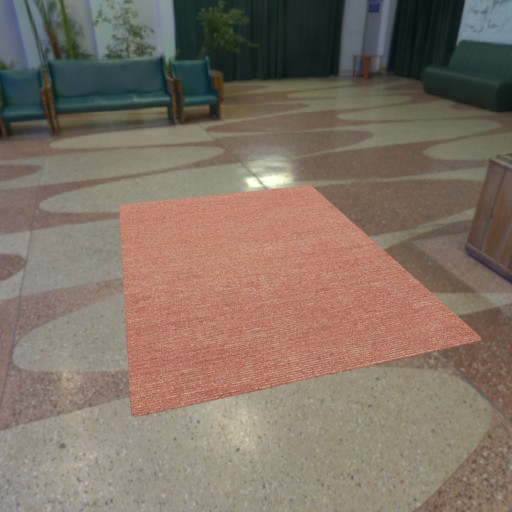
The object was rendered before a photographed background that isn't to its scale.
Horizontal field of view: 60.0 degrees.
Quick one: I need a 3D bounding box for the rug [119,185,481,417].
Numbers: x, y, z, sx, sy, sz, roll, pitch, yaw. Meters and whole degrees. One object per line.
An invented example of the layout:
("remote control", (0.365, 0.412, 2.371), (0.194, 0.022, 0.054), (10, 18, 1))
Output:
("rug", (0.000, 0.000, 2.742), (1.594, 0.009, 2.112), (-8, 31, -14))
